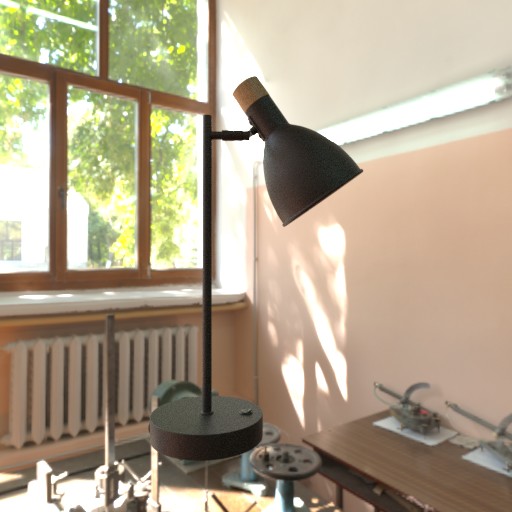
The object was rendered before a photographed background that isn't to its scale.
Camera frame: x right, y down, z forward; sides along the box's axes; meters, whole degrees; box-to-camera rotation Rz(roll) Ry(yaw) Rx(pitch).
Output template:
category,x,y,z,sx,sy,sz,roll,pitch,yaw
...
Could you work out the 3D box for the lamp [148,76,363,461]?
category,x,y,z,sx,sy,sz,roll,pitch,yaw
lamp,0.000,0.000,0.600,0.287,0.483,0.152,0,0,-1
